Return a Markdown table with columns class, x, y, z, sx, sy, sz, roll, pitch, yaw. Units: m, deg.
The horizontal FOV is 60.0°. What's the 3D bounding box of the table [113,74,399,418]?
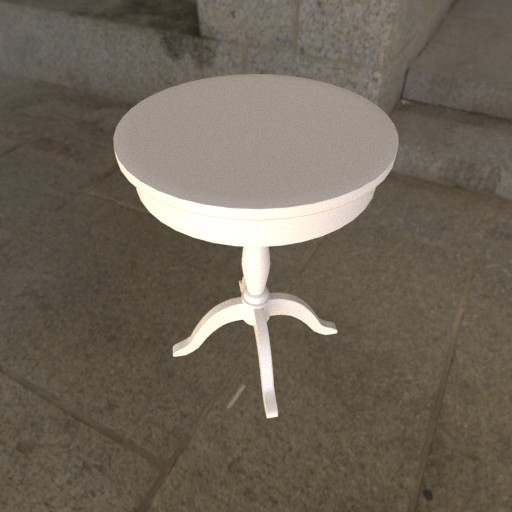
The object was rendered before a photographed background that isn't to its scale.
| class | x | y | z | sx | sy | sz | roll | pitch | yaw |
| --- | --- | --- | --- | --- | --- | --- | --- | --- | --- |
| table | 0.000 | 0.000 | 1.037 | 0.513 | 0.653 | 0.513 | 0 | 42 | 0 |
